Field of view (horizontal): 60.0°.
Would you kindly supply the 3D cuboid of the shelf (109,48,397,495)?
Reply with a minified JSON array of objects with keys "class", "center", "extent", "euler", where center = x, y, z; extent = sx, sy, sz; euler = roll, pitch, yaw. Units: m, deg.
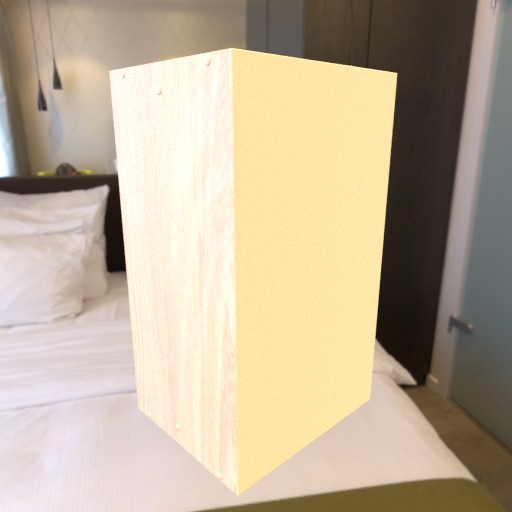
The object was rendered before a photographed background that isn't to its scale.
[{"class":"shelf","center":[0.000,0.000,0.779],"extent":[0.350,0.600,0.290],"euler":[-15,22,-41]}]
